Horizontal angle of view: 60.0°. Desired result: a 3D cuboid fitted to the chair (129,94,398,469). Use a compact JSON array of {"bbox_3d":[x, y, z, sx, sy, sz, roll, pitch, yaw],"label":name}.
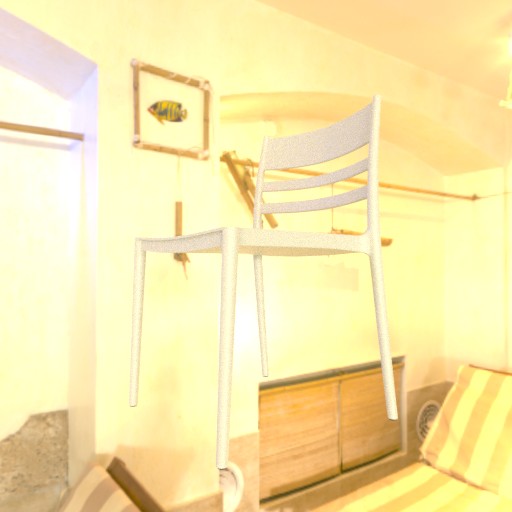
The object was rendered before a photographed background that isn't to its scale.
[{"bbox_3d":[0.000,0.000,1.158,0.511,0.800,0.531,1,-1,-37],"label":"chair"}]
